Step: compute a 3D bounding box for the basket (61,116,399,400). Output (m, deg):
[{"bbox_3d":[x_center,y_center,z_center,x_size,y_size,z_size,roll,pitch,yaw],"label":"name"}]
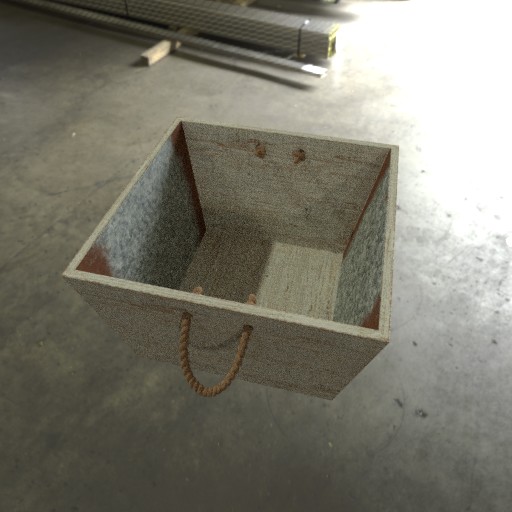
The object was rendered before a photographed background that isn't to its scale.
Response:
[{"bbox_3d":[0.000,0.000,0.760,0.413,0.247,0.545,10,47,10],"label":"basket"}]
